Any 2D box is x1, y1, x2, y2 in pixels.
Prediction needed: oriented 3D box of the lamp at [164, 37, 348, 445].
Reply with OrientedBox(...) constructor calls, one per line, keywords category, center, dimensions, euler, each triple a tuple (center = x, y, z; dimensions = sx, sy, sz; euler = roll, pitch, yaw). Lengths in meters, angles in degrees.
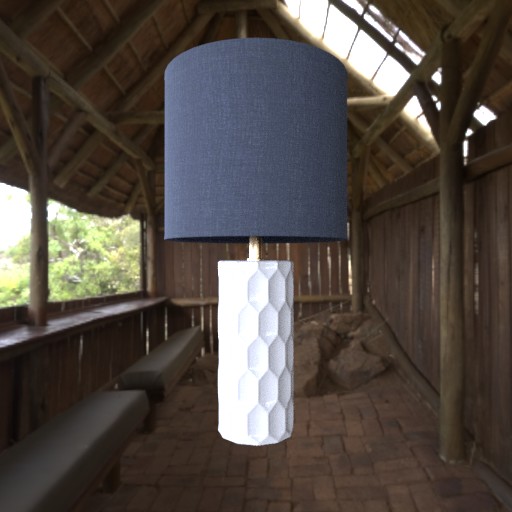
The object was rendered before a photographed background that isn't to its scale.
OrientedBox(category="lamp", center=(0.000, 0.000, 0.682), dimensions=(0.277, 0.537, 0.277), euler=(0, 0, -18))
